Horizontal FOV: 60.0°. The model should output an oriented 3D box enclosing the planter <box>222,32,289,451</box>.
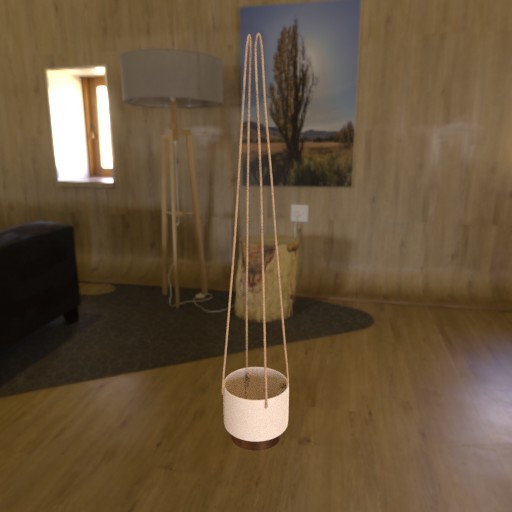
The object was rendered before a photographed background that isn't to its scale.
[{"bbox_3d":[0.000,0.000,0.911,0.146,0.841,0.146,7,16,27],"label":"planter"}]
